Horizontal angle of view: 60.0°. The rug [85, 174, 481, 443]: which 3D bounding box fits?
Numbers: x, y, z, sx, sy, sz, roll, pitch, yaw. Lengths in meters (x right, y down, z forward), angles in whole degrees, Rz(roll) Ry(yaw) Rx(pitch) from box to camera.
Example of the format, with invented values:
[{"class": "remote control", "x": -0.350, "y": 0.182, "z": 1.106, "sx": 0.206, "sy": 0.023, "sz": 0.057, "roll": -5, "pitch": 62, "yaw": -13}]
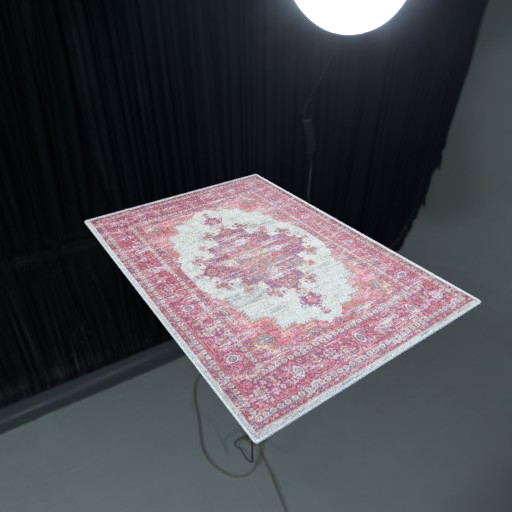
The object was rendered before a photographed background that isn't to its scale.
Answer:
[{"class": "rug", "x": 0.000, "y": 0.000, "z": 2.265, "sx": 1.217, "sy": 0.011, "sz": 1.747, "roll": -21, "pitch": 39, "yaw": -29}]
